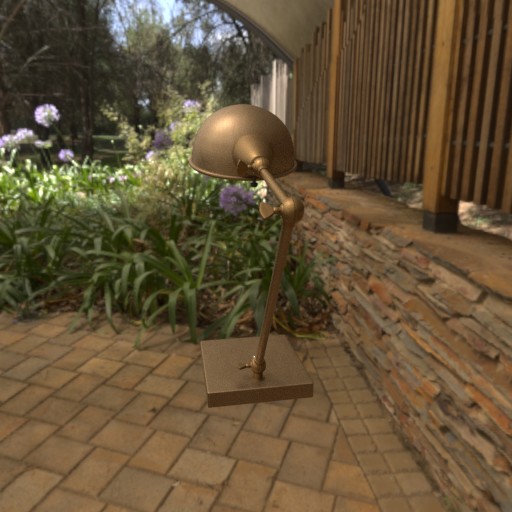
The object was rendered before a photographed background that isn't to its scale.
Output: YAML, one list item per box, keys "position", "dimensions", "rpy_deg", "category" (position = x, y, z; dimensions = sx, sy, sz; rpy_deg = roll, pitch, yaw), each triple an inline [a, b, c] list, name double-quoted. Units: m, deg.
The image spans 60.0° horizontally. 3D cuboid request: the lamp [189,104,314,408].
- position: [0.000, 0.000, 0.546]
  dimensions: [0.149, 0.371, 0.339]
  rpy_deg: [-3, 14, -10]
  category: "lamp"
